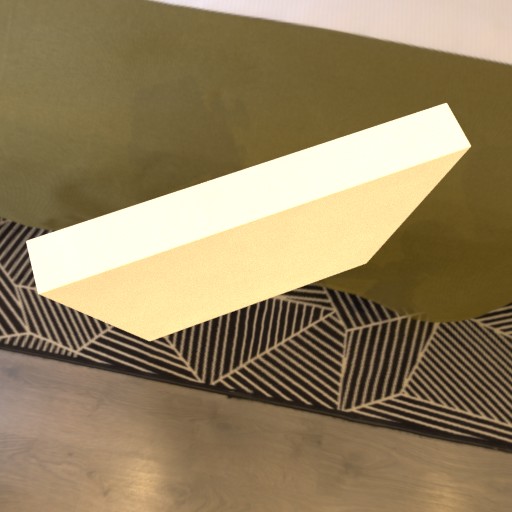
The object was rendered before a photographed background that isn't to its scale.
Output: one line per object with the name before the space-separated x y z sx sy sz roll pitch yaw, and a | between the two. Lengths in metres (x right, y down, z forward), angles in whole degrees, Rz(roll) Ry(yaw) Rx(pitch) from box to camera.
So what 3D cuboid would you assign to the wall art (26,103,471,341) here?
wall art | 0.000 0.000 0.444 0.305 0.305 0.038 -19 75 -6
